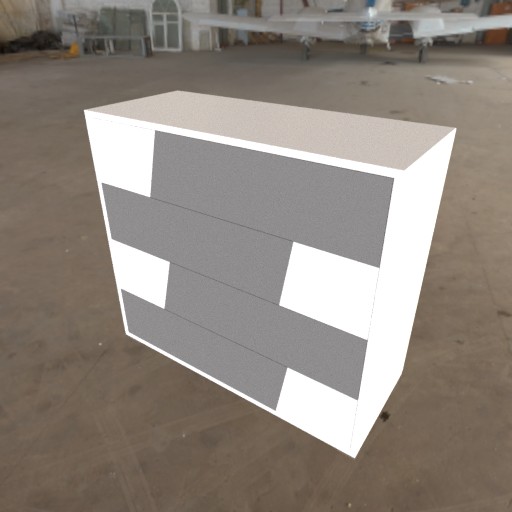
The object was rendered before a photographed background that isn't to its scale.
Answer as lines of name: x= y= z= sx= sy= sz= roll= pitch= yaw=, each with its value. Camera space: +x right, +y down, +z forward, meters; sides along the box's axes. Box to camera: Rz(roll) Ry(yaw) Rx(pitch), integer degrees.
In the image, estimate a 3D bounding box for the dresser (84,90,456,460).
dresser: x=0.000 y=0.000 z=1.643 sx=1.100 sy=1.000 sz=0.460 roll=19 pitch=35 yaw=29
